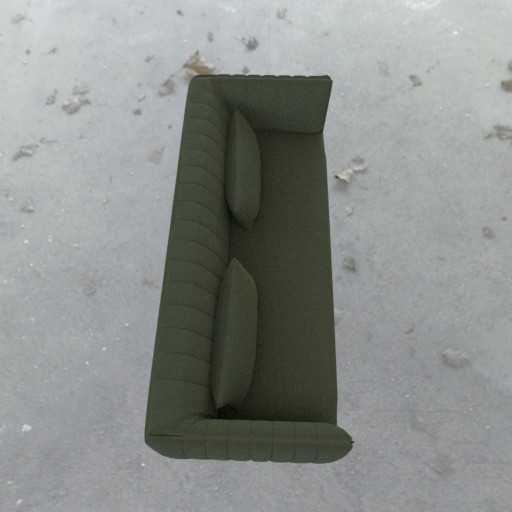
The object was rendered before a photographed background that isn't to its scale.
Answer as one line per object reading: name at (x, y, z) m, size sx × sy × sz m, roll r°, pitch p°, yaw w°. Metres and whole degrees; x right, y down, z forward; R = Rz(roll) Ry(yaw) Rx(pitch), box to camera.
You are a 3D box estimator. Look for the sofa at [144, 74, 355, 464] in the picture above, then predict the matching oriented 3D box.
sofa at (0.000, 0.000, 2.536) m, size 0.896 × 0.793 × 2.137 m, roll 2°, pitch 65°, yaw 1°
